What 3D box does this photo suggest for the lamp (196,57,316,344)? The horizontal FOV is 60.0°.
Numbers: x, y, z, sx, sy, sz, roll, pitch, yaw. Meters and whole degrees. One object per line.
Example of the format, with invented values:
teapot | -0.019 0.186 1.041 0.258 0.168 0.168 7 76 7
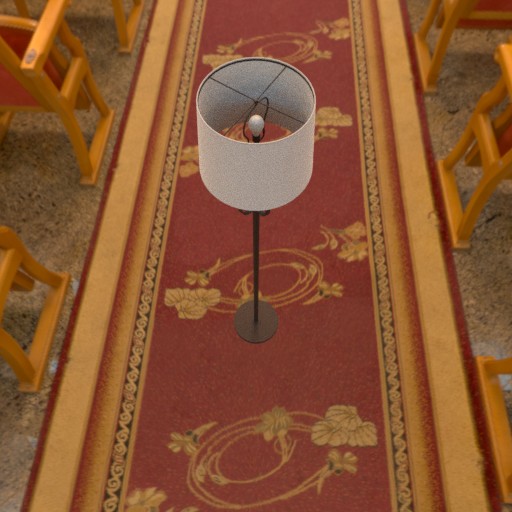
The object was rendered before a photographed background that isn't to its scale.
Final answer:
lamp | 0.000 0.000 1.584 0.286 1.462 0.286 3 63 1
